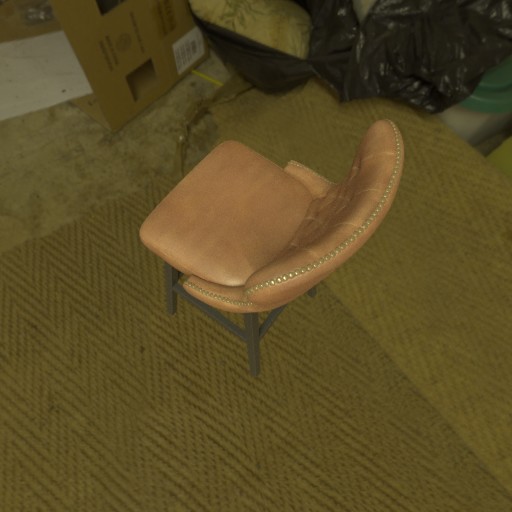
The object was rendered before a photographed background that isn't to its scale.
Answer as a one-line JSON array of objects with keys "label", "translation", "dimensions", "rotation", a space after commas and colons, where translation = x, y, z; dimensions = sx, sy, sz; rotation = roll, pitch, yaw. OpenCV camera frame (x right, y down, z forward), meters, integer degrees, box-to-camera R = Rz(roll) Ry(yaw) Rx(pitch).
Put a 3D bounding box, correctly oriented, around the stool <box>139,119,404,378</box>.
[{"label": "stool", "translation": [0.000, 0.000, 1.391], "dimensions": [0.601, 1.050, 0.528], "rotation": [33, 68, 15]}]
